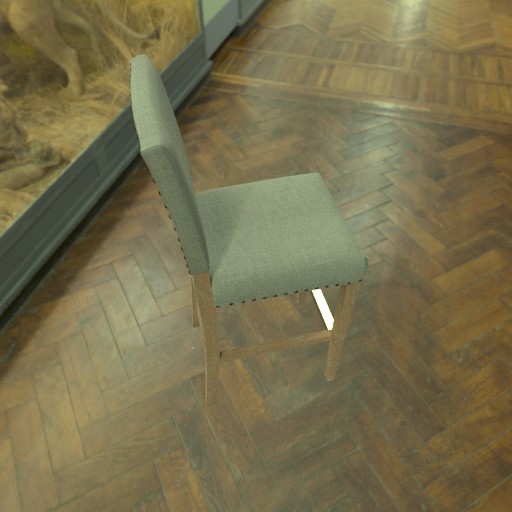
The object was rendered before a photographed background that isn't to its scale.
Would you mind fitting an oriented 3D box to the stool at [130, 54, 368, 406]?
[{"bbox_3d":[0.000,0.000,1.478,0.585,1.203,0.445,-10,48,-9],"label":"stool"}]
